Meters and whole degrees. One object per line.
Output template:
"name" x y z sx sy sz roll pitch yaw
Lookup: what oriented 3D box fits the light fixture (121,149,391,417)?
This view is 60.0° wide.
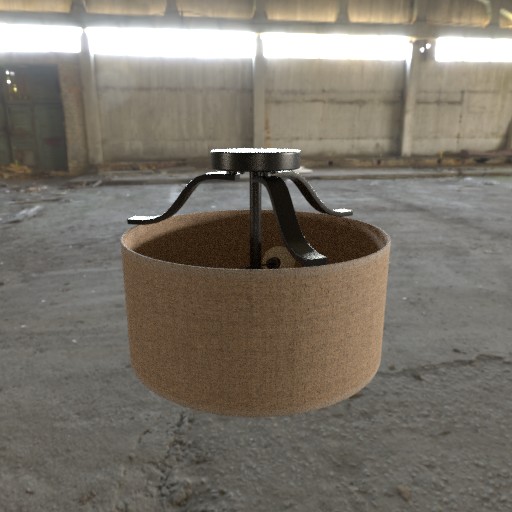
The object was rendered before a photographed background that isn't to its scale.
"light fixture" 0.000 0.000 0.659 0.390 0.306 0.390 0 16 0
